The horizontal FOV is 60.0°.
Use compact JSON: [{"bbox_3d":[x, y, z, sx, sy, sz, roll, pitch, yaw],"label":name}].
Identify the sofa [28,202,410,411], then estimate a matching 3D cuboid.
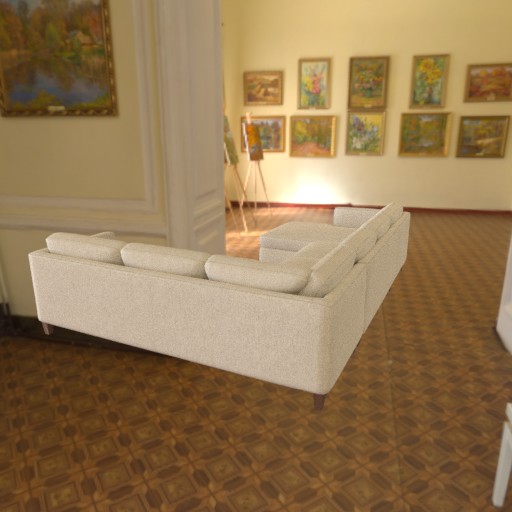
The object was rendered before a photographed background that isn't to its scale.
[{"bbox_3d":[0.000,0.000,4.460,2.551,0.853,3.238,8,18,25],"label":"sofa"}]
